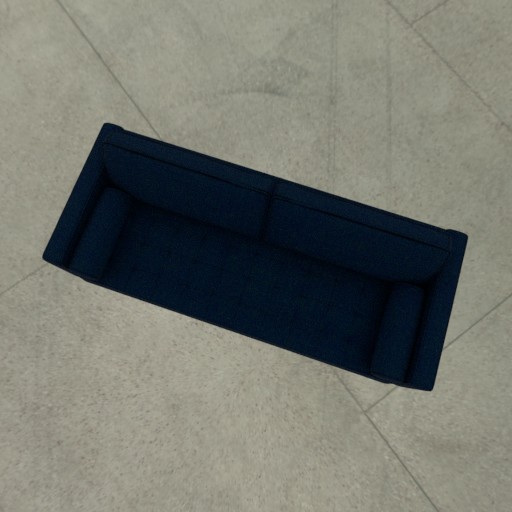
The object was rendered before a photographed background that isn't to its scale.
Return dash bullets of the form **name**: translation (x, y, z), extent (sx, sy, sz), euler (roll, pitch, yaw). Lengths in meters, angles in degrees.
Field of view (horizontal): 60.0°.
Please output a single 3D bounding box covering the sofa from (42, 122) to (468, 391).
- **sofa**: translation (0.000, 0.000, 2.624), extent (2.210, 0.762, 0.914), euler (18, 77, 4)
